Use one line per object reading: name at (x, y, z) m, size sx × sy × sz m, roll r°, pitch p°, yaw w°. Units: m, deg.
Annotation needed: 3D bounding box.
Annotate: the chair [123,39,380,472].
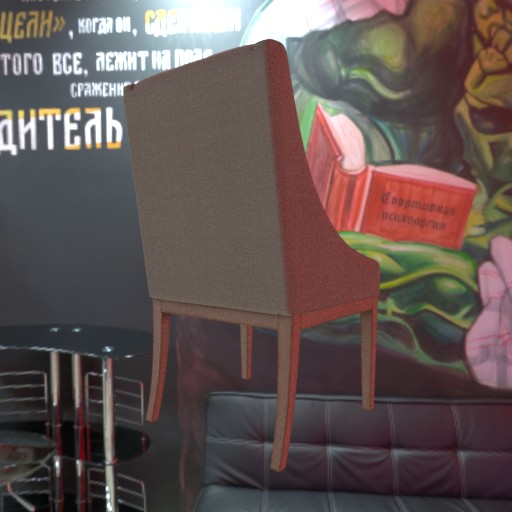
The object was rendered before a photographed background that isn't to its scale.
chair at (0.000, 0.000, 1.393) m, size 0.575 × 1.021 × 0.611 m, roll 2°, pitch 3°, yaw 37°
